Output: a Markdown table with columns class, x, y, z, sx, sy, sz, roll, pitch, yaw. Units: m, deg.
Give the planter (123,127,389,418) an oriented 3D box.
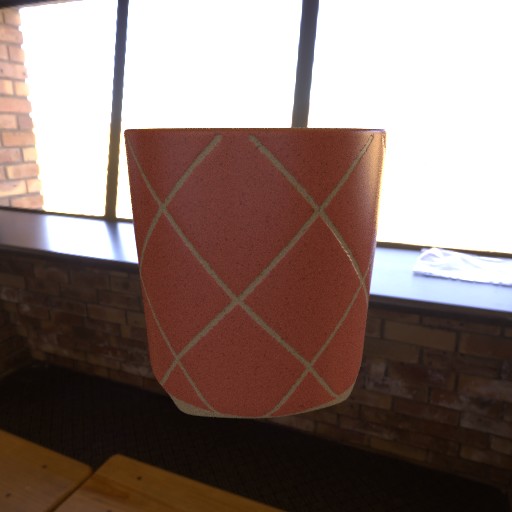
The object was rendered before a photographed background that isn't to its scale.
| class | x | y | z | sx | sy | sz | roll | pitch | yaw |
| --- | --- | --- | --- | --- | --- | --- | --- | --- | --- |
| planter | 0.000 | 0.000 | 0.425 | 0.227 | 0.235 | 0.227 | 0 | 15 | 0 |
